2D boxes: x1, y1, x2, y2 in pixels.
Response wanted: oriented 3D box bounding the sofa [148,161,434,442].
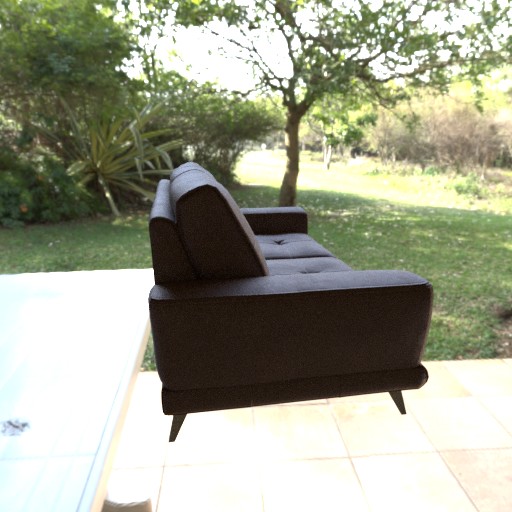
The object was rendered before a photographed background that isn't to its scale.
[{"bbox_3d":[0.000,0.000,2.334,1.018,0.907,1.806,-3,16,-10],"label":"sofa"}]
